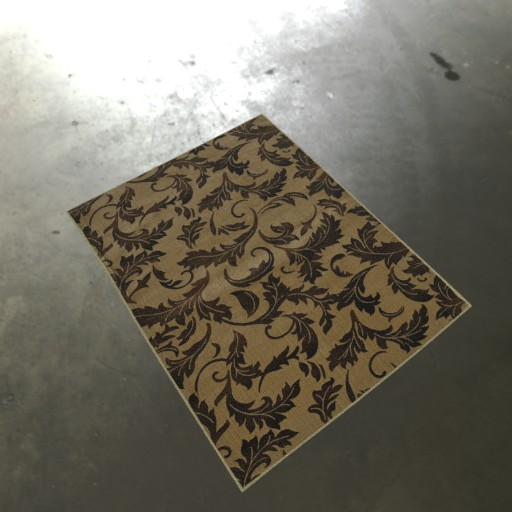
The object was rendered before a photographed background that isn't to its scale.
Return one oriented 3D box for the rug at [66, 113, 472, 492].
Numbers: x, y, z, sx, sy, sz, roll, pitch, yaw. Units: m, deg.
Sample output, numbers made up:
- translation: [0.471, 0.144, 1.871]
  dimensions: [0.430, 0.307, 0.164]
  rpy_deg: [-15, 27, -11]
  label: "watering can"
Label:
- translation: [0.000, 0.000, 3.999]
  dimensions: [2.380, 0.008, 2.977]
  rpy_deg: [-32, 63, -18]
  label: "rug"
